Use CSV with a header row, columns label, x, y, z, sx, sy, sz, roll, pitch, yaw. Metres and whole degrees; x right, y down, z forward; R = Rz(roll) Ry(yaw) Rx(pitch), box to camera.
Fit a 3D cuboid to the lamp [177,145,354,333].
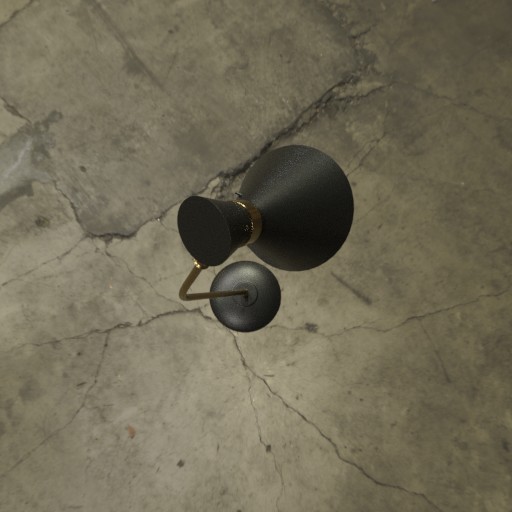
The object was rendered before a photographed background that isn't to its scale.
label,x,y,z,sx,sy,sz,roll,pitch,yaw
lamp,0.000,0.000,0.778,0.292,0.647,0.189,-36,78,-9
